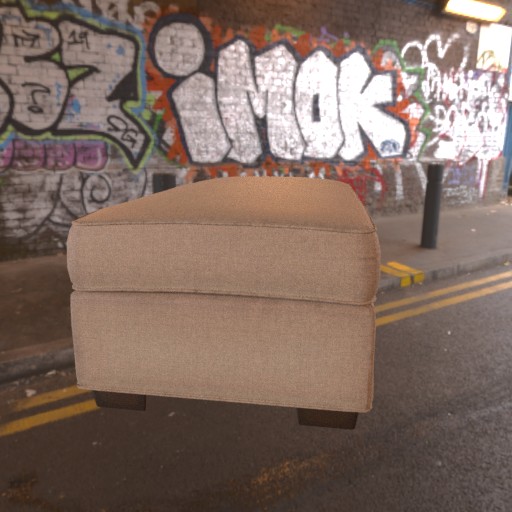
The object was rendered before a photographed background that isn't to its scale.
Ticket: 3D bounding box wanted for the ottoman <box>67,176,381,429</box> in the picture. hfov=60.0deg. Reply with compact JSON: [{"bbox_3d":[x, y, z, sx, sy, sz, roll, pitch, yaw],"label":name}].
[{"bbox_3d":[0.000,0.000,1.372,0.617,0.448,1.097,2,14,8],"label":"ottoman"}]
